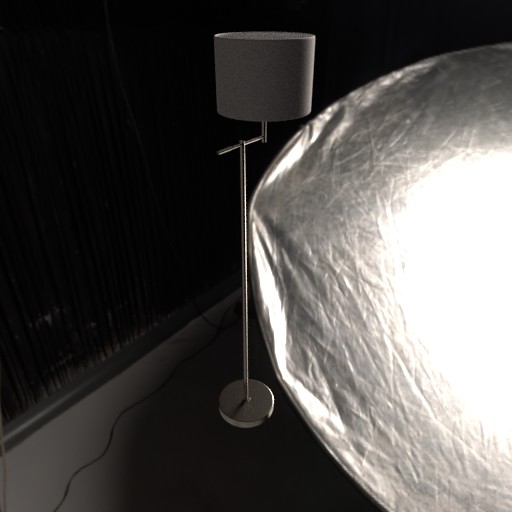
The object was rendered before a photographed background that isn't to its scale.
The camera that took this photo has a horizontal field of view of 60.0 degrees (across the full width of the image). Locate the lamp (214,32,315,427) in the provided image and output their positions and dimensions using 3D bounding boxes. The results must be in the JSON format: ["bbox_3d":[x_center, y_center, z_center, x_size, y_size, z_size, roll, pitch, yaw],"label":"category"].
[{"bbox_3d":[0.000,0.000,1.796,0.324,1.600,0.416,21,36,31],"label":"lamp"}]
